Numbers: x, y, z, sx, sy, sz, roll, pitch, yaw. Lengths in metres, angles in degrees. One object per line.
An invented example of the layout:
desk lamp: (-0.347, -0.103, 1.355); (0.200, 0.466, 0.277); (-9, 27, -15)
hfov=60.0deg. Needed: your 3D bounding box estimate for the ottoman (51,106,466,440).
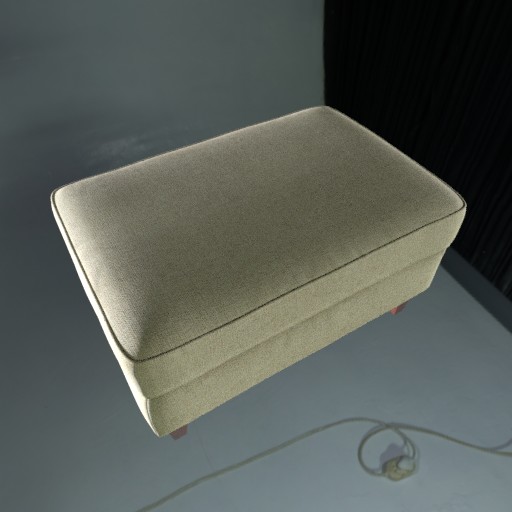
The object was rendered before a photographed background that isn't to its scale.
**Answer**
ottoman: (0.000, 0.000, 1.200); (0.862, 0.484, 0.583); (-24, 51, -21)
